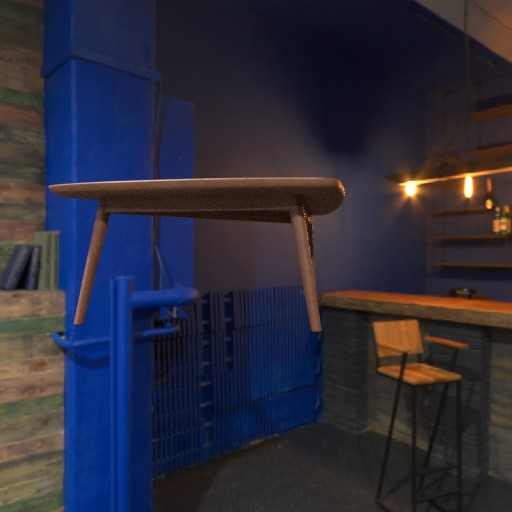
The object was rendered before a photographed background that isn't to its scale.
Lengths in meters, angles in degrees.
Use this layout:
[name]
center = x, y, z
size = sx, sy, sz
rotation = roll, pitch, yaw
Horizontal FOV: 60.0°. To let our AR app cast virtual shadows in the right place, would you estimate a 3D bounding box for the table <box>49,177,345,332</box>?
[table]
center = 0.000, 0.000, 1.270
size = 1.008, 0.365, 0.601
rotation = 0, 0, -37
